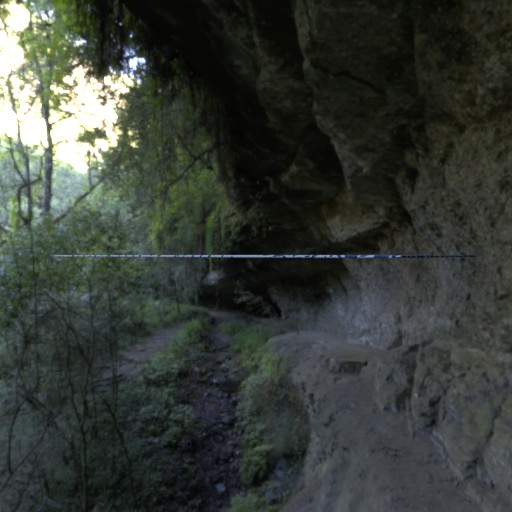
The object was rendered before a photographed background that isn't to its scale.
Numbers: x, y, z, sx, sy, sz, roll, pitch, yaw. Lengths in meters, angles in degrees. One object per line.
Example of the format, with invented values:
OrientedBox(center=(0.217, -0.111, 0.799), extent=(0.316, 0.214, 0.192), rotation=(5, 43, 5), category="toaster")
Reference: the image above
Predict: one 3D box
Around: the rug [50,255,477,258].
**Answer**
OrientedBox(center=(0.000, 0.000, 2.971), extent=(2.435, 0.011, 1.517), rotation=(0, 0, 36), category="rug")
